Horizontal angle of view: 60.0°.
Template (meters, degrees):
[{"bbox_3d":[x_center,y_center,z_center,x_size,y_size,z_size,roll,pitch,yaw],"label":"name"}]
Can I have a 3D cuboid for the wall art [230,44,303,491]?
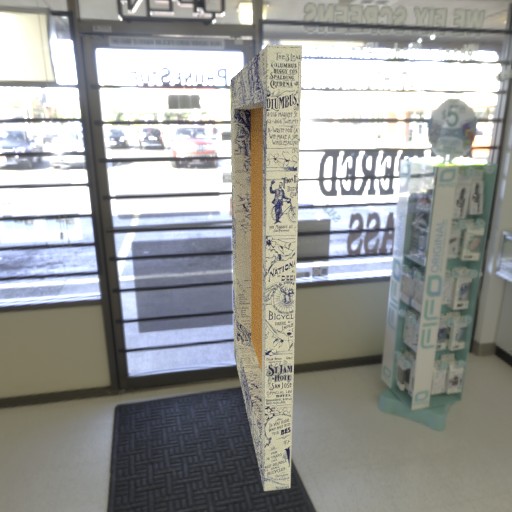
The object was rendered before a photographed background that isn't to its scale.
[{"bbox_3d":[0.000,0.000,0.761,0.040,0.601,0.408,-3,17,-9],"label":"wall art"}]
